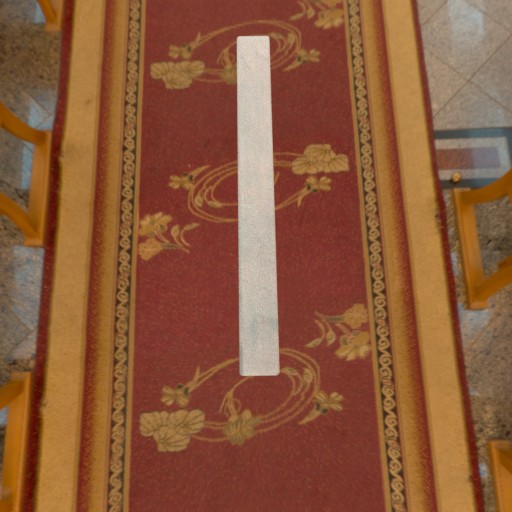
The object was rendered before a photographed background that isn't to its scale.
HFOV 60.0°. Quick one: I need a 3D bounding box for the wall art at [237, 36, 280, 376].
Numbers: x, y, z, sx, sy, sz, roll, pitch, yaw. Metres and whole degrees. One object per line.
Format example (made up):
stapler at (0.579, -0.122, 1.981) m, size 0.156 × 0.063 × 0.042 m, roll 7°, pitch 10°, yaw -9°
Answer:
wall art at (0.000, 0.000, 1.185) m, size 0.061 × 0.911 × 0.609 m, roll -1°, pitch 75°, yaw 0°
